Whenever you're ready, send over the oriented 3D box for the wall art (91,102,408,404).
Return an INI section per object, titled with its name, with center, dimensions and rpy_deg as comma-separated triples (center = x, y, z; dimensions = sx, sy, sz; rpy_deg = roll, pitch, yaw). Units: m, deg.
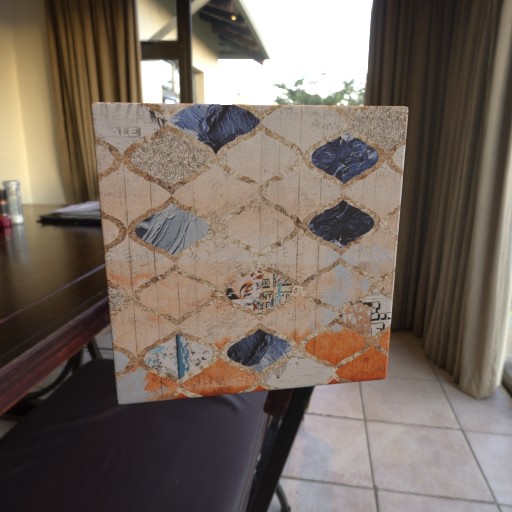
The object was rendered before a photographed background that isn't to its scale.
[wall art]
center = 0.000, 0.000, 0.472
dimensions = 0.303, 0.304, 0.036
rpy_deg = -3, 15, -10
